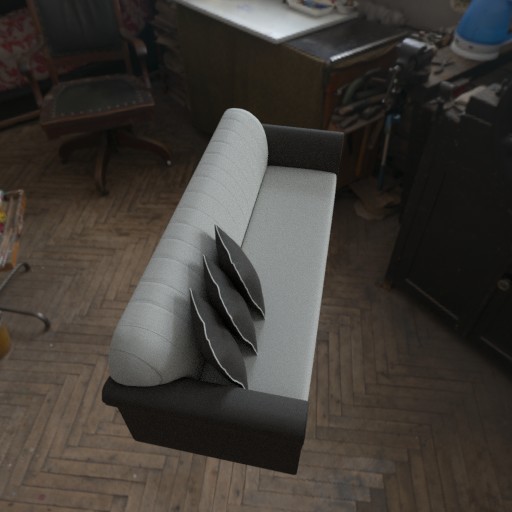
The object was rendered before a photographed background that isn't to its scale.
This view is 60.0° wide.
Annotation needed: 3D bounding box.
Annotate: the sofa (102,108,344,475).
[{"bbox_3d":[0.000,0.000,2.382,0.755,0.787,2.001,8,47,8],"label":"sofa"}]
